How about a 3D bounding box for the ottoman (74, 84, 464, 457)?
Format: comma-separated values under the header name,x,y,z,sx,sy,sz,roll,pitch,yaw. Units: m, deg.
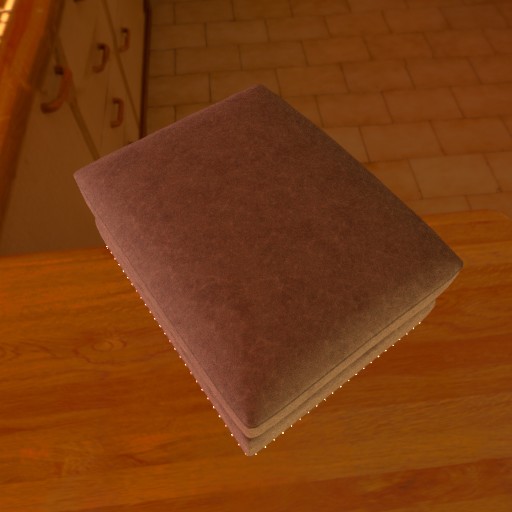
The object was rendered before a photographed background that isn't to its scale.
name,x,y,z,sx,sy,sz,roll,pitch,yaw
ottoman,0.000,0.000,1.147,0.584,0.513,0.741,-32,64,-18
